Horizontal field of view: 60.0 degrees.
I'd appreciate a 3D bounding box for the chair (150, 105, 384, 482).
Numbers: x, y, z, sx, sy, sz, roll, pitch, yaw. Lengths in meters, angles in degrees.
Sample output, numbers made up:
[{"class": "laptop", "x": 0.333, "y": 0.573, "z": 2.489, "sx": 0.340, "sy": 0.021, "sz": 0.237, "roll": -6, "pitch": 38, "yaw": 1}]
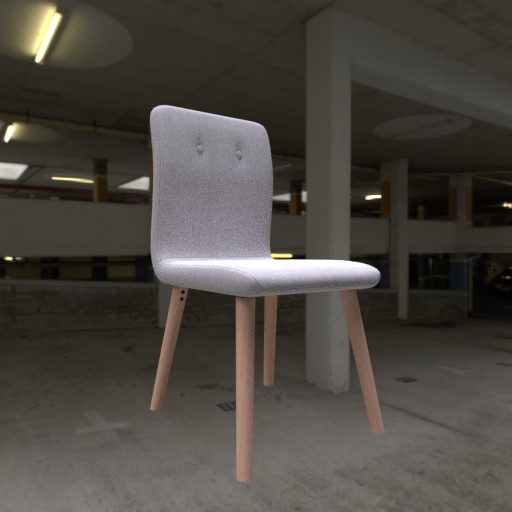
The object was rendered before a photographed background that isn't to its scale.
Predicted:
[{"class": "chair", "x": 0.000, "y": 0.000, "z": 1.208, "sx": 0.435, "sy": 0.885, "sz": 0.550, "roll": -1, "pitch": 1, "yaw": -34}]
